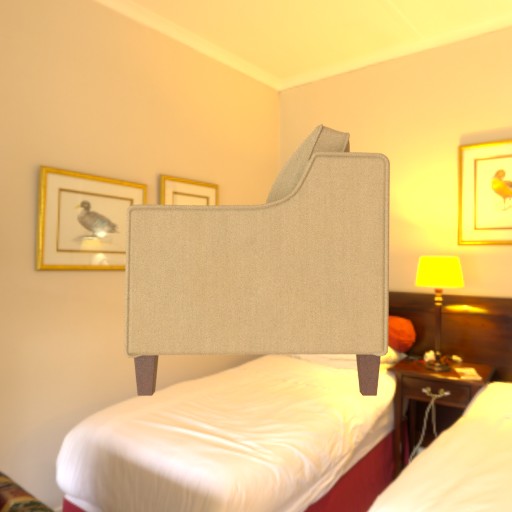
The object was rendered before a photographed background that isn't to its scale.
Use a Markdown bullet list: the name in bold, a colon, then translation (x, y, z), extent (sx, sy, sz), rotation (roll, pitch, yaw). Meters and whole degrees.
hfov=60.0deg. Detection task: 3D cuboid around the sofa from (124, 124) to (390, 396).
- **sofa**: translation (0.000, 0.000, 2.485), extent (0.911, 0.974, 1.986), rotation (0, 0, 0)
